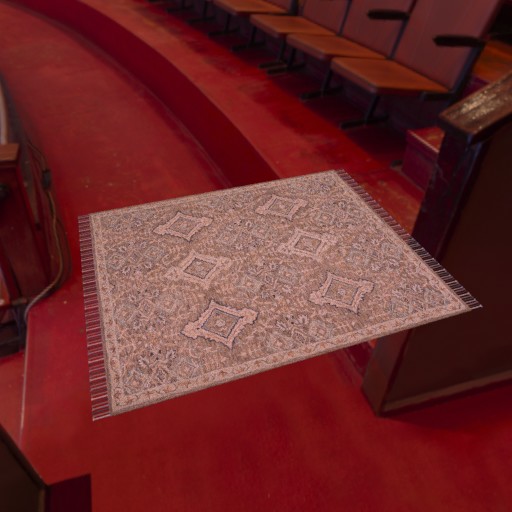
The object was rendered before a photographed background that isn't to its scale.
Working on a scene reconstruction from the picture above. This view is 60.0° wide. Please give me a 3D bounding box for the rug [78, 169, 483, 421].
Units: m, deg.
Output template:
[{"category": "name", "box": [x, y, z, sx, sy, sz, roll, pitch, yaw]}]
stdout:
[{"category": "rug", "box": [0.000, 0.000, 4.099, 3.056, 0.010, 2.437, -13, 41, -15]}]
